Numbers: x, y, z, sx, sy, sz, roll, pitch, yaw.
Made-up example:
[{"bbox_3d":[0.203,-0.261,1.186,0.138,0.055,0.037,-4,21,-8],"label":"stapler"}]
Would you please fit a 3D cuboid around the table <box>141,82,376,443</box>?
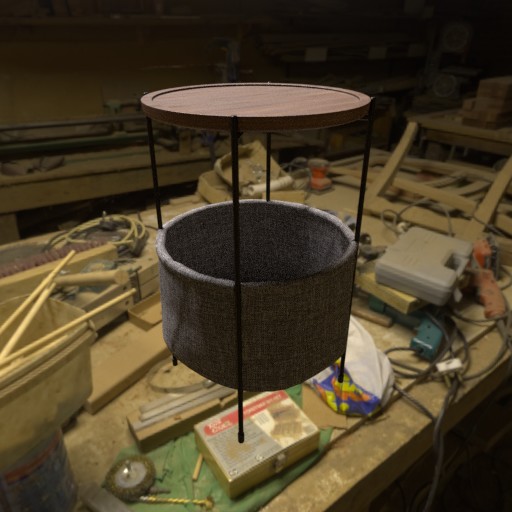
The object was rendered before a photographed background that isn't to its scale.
[{"bbox_3d":[0.000,0.000,0.905,0.400,0.623,0.400,-19,33,-32],"label":"table"}]
